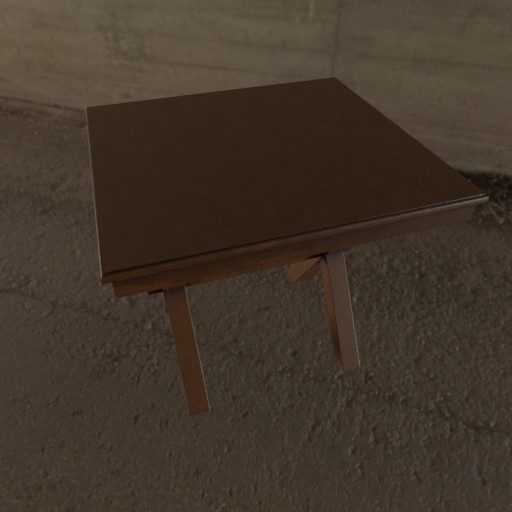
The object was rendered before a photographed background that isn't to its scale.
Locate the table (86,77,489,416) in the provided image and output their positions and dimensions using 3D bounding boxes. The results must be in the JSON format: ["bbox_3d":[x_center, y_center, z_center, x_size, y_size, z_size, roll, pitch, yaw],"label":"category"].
[{"bbox_3d":[0.000,0.000,1.020,0.602,0.562,0.560,-12,43,-14],"label":"table"}]
